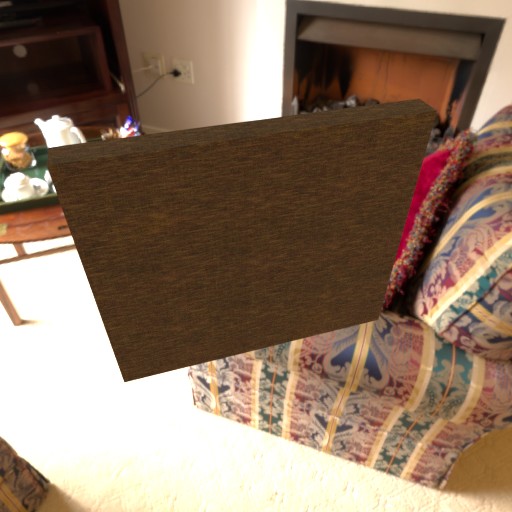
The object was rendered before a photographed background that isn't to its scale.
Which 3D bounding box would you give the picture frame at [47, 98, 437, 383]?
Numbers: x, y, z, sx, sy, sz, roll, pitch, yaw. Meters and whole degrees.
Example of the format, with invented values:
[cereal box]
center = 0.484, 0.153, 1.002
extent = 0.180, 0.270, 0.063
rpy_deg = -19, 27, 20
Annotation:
[picture frame]
center = 0.000, 0.000, 0.536
extent = 0.378, 0.330, 0.033
rpy_deg = -11, 43, -12
